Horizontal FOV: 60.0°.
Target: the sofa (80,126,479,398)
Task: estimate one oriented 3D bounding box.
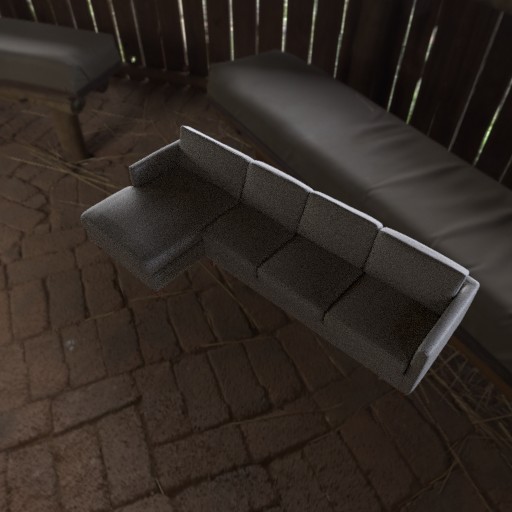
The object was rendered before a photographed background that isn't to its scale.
[{"bbox_3d":[0.000,0.000,3.815,3.201,0.876,1.502,33,54,27],"label":"sofa"}]
